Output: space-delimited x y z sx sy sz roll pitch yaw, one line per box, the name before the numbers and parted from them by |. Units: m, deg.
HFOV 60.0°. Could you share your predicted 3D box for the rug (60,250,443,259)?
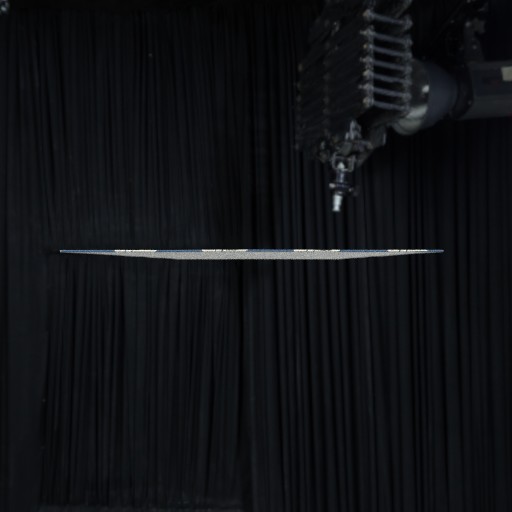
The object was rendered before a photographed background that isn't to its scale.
rug | 0.000 0.000 2.186 1.153 0.010 1.755 0 -1 1
